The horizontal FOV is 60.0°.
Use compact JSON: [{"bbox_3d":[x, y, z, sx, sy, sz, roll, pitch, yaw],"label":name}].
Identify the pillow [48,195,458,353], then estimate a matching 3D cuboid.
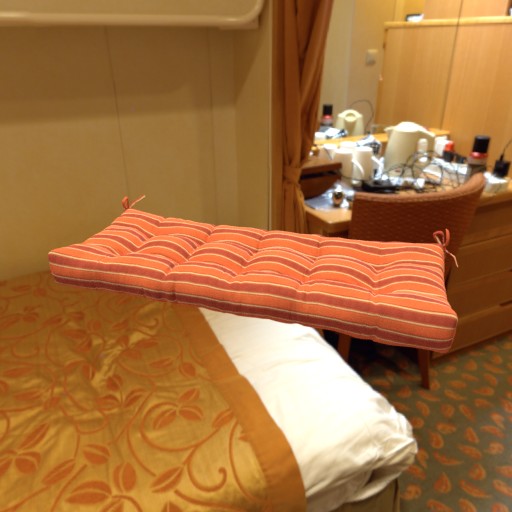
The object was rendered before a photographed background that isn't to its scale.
[{"bbox_3d":[0.000,0.000,1.363,1.194,0.174,0.511,8,27,15],"label":"pillow"}]
